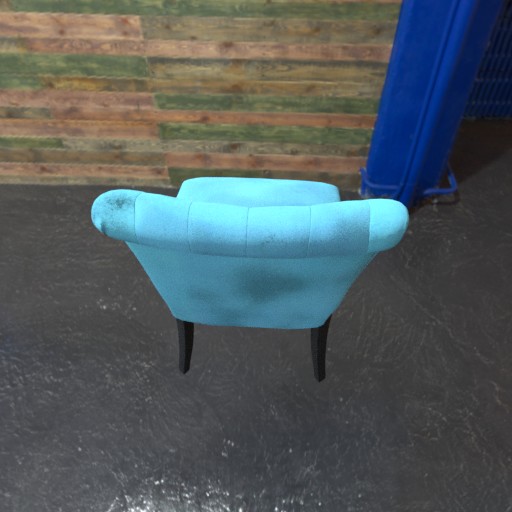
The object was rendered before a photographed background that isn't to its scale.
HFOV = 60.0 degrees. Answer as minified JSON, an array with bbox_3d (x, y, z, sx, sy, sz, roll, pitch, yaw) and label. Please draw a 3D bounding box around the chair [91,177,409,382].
[{"bbox_3d":[0.000,0.000,1.226,0.582,0.750,0.605,2,46,2],"label":"chair"}]
